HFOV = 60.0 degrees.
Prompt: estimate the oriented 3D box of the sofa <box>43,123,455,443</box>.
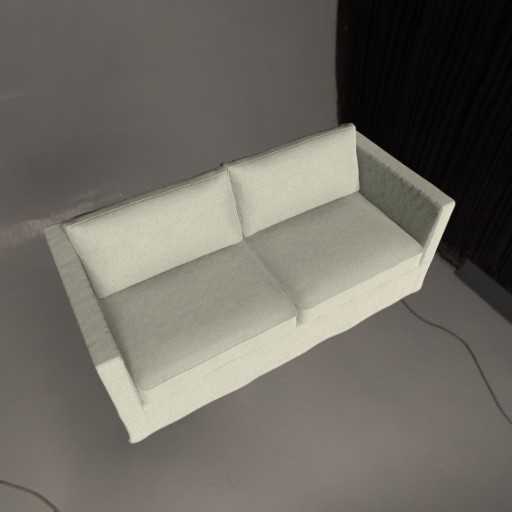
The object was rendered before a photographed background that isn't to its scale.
[{"bbox_3d":[0.000,0.000,2.505,1.987,0.870,0.940,-23,51,-20],"label":"sofa"}]
